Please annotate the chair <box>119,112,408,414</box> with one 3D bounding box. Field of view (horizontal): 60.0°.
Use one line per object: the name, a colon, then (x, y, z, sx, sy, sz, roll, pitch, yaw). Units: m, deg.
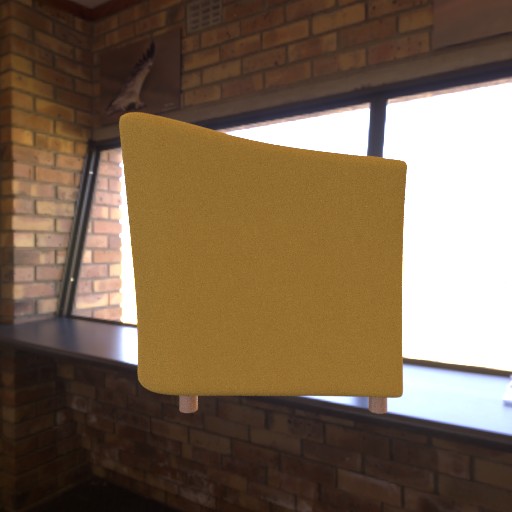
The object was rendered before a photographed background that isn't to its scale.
chair: (0.000, 0.000, 1.375, 0.700, 0.720, 0.790, 0, 1, 1)
